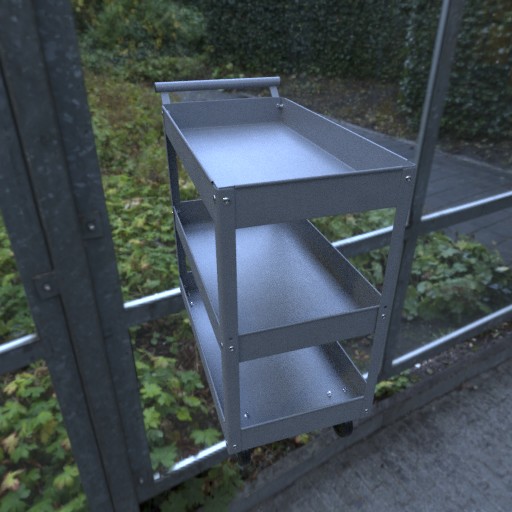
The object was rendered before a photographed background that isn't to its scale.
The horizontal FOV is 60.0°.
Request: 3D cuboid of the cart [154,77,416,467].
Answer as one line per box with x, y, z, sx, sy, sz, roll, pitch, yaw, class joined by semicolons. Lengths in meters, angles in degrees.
0.000;0.000;1.170;0.366;0.780;0.719;-9;31;-15;cart
